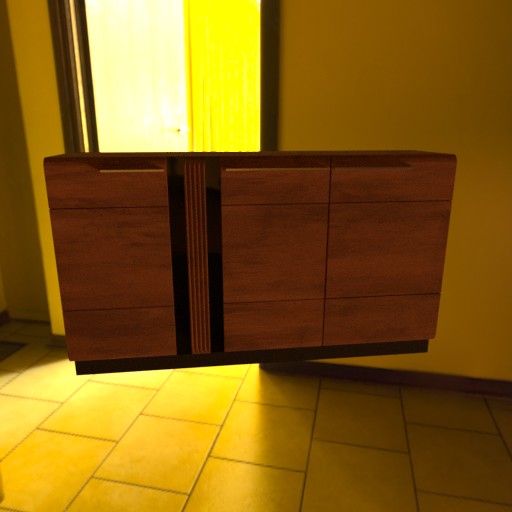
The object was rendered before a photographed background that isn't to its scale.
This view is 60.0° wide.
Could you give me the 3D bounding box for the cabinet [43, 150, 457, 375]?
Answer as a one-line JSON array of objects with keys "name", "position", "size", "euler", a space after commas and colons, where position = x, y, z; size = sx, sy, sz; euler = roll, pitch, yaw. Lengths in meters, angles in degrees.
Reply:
[{"name": "cabinet", "position": [0.000, 0.000, 1.995], "size": [1.600, 0.900, 0.420], "euler": [-2, 16, -7]}]
